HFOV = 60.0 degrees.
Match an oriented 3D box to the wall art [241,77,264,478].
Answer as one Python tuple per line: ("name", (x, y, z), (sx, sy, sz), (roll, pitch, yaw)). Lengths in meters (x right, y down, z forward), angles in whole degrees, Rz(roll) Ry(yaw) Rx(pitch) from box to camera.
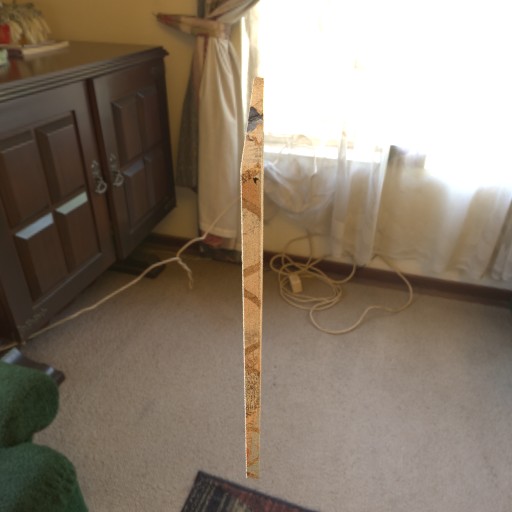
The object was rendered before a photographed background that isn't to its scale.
("wall art", (0.000, 0.000, 1.395), (0.039, 0.914, 0.912), (1, 31, 1))
